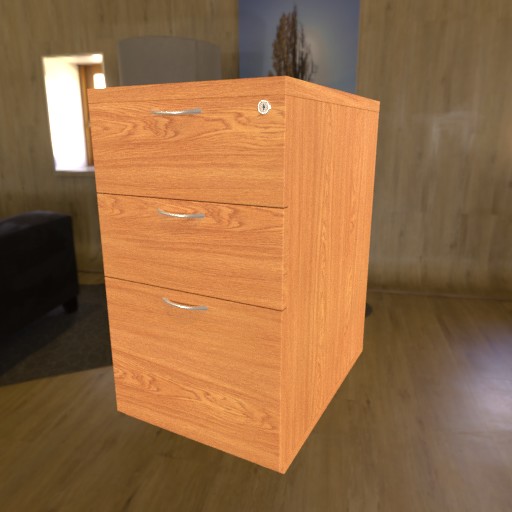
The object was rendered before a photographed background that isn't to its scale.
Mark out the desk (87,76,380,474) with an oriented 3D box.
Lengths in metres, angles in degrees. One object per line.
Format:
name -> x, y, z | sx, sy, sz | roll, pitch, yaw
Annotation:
desk -> 0.000, 0.000, 1.072 | 0.404, 0.730, 0.600 | 8, 17, 27
